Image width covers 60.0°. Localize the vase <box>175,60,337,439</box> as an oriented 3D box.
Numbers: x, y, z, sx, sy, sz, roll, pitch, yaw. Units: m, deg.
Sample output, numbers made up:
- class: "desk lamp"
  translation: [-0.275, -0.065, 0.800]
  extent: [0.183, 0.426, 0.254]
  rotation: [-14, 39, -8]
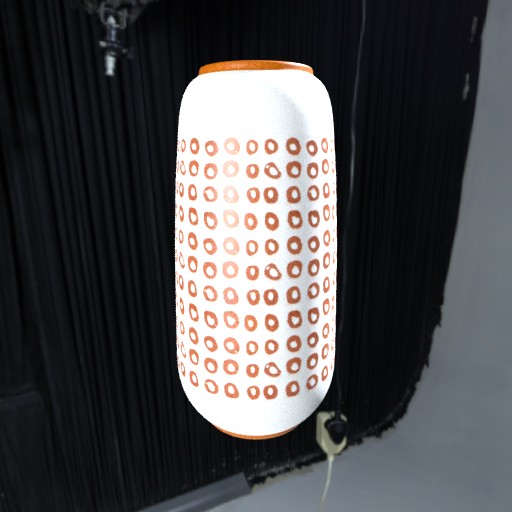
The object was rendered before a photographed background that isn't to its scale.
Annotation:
- class: "vase"
  translation: [0.000, 0.000, 0.360]
  extent: [0.133, 0.282, 0.133]
  rotation: [0, 15, 0]
